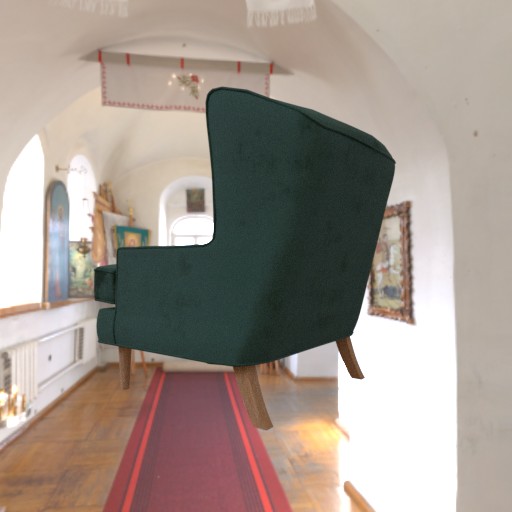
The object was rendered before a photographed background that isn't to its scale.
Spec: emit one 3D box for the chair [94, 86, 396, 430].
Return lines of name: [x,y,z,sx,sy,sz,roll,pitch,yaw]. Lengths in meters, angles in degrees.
chair: [0.000,0.000,1.638,0.910,0.952,0.793,0,-1,37]
